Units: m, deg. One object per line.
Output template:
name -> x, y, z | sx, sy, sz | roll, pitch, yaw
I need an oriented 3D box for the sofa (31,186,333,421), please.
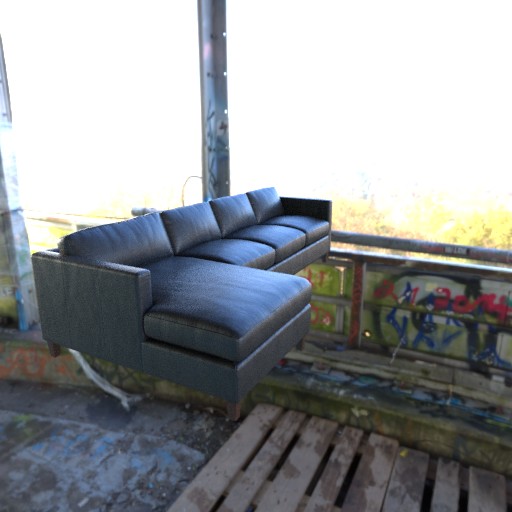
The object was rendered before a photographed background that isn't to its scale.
sofa -> 0.000, 0.000, 3.915 | 1.581, 0.883, 3.203 | 8, 18, 28
